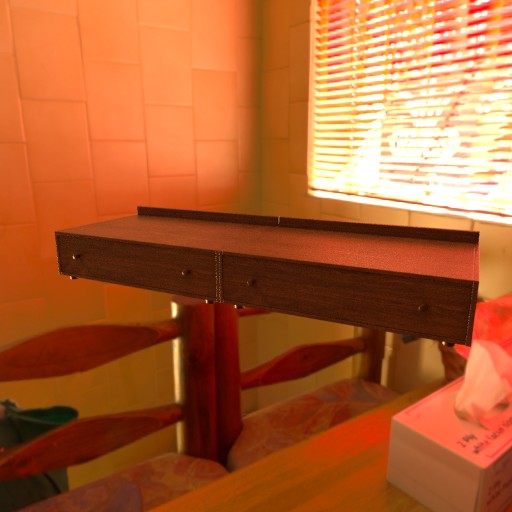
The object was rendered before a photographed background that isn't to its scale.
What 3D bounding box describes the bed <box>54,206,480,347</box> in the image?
[{"bbox_3d":[0.000,0.000,2.297,2.057,0.326,0.787,7,16,25],"label":"bed"}]
